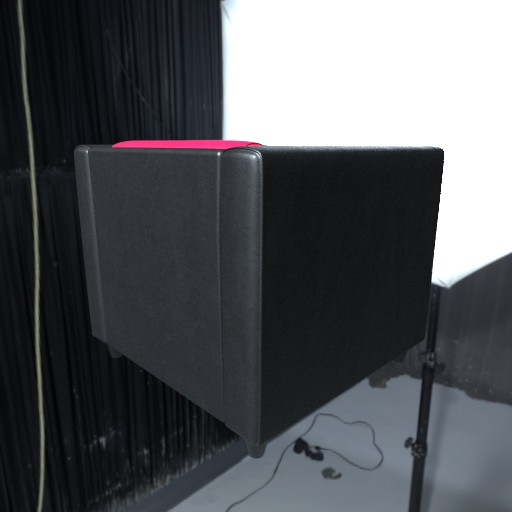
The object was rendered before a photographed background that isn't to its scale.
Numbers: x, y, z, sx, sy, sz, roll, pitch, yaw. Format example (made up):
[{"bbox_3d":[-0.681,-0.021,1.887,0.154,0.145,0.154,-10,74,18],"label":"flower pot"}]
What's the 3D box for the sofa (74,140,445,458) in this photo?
[{"bbox_3d":[0.000,0.000,1.442,0.809,0.724,0.839,-13,19,-42],"label":"sofa"}]
